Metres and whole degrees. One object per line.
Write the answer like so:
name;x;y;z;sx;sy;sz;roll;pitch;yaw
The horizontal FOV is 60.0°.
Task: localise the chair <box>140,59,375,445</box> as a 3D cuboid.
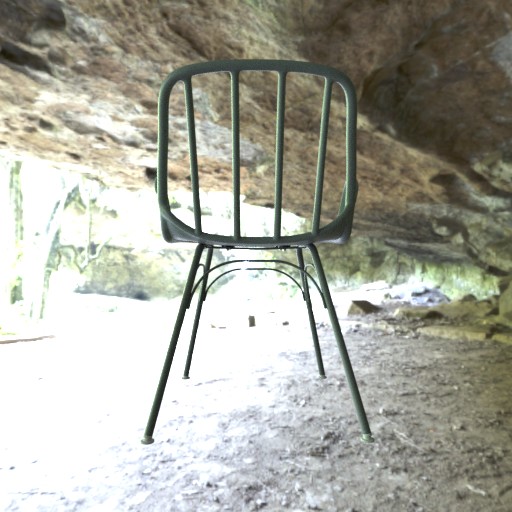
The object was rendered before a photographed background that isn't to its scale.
chair;0.000;0.000;1.210;0.549;0.816;0.597;0;-1;-1
